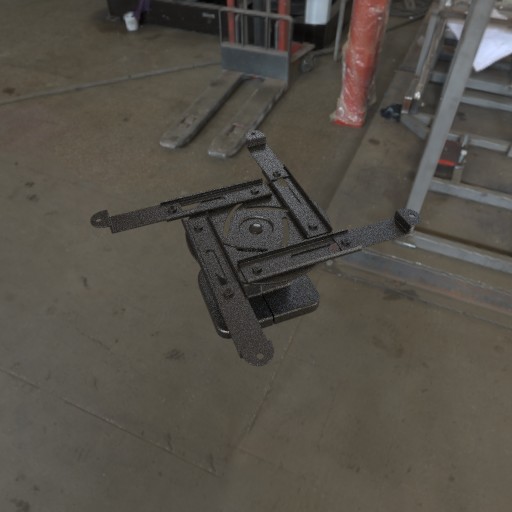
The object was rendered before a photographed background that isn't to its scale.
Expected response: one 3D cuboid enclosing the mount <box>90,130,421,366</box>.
[{"bbox_3d":[0.000,0.000,0.614,0.394,0.141,0.394,-16,48,-15],"label":"mount"}]
